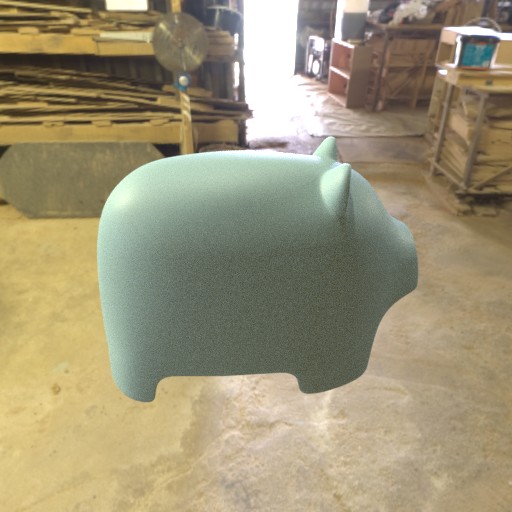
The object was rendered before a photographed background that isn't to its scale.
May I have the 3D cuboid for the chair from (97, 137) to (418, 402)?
[{"bbox_3d":[0.000,0.000,0.866,0.619,0.423,0.364,-1,33,-1],"label":"chair"}]
